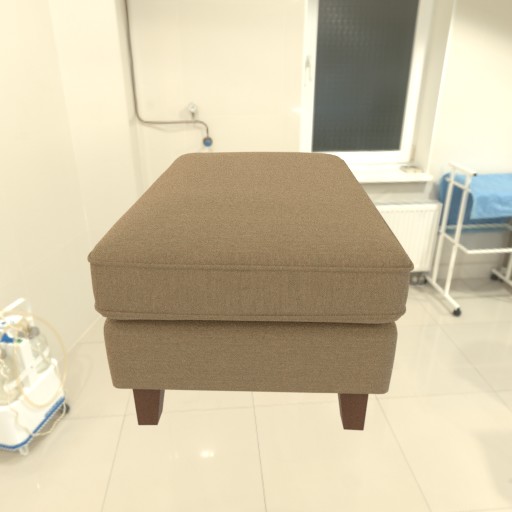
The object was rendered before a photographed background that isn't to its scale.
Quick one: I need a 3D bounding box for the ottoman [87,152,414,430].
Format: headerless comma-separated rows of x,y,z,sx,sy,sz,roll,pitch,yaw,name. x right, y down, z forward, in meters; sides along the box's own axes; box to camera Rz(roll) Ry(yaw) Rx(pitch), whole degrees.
0.000,0.000,1.313,0.636,0.521,0.945,1,24,2,ottoman
